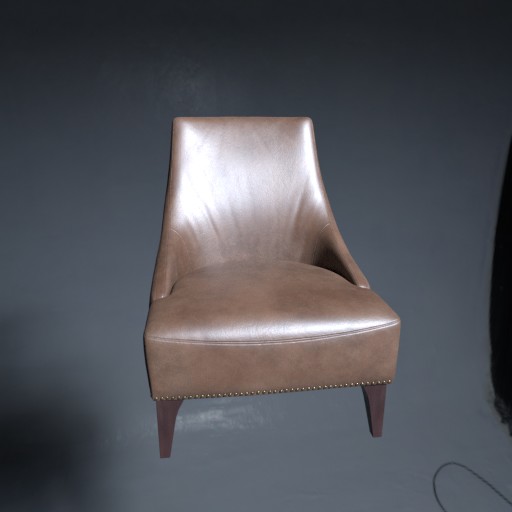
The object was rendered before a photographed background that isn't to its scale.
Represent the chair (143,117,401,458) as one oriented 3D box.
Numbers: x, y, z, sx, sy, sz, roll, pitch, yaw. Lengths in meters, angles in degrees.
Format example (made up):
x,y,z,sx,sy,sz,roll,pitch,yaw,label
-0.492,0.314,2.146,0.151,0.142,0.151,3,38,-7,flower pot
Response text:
x,y,z,sx,sy,sz,roll,pitch,yaw,label
0.000,0.000,1.509,0.701,0.909,0.861,-2,17,-8,chair
